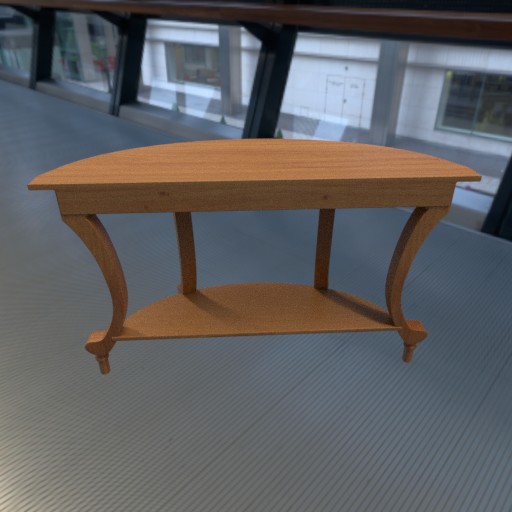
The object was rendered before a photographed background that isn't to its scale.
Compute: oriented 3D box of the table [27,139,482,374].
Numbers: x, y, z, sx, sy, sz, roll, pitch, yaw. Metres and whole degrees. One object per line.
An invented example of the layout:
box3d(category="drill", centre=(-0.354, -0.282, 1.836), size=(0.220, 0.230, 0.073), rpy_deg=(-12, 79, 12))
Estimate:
box3d(category="table", centre=(0.000, 0.000, 1.508), size=(1.198, 0.692, 0.394), rpy_deg=(-2, 30, -3))
